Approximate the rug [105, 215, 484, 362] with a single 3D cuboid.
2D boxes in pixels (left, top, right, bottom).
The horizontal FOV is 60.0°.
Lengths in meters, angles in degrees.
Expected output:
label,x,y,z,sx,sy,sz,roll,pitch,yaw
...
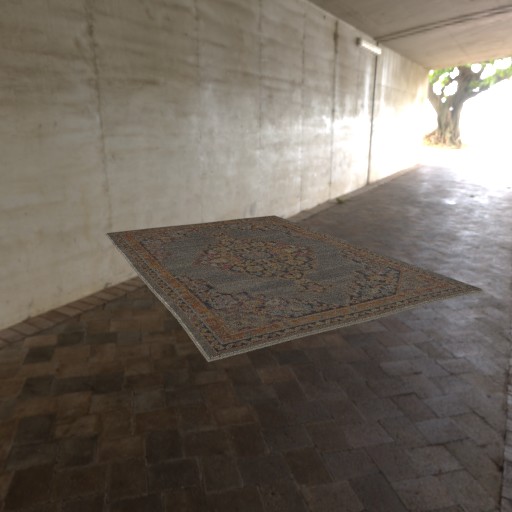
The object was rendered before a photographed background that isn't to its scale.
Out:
label,x,y,z,sx,sy,sz,roll,pitch,yaw
rug,0.000,0.000,3.832,2.043,0.026,2.901,-9,19,-26
